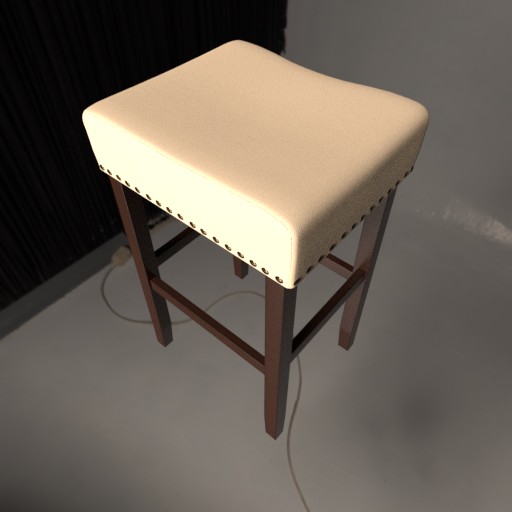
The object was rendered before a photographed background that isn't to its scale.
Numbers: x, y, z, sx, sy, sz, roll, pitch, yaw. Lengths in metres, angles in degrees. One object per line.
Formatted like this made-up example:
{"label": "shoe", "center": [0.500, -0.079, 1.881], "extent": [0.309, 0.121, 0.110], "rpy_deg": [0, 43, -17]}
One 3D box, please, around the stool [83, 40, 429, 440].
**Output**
{"label": "stool", "center": [0.000, 0.000, 1.031], "extent": [0.471, 0.762, 0.401], "rpy_deg": [32, 55, 26]}
